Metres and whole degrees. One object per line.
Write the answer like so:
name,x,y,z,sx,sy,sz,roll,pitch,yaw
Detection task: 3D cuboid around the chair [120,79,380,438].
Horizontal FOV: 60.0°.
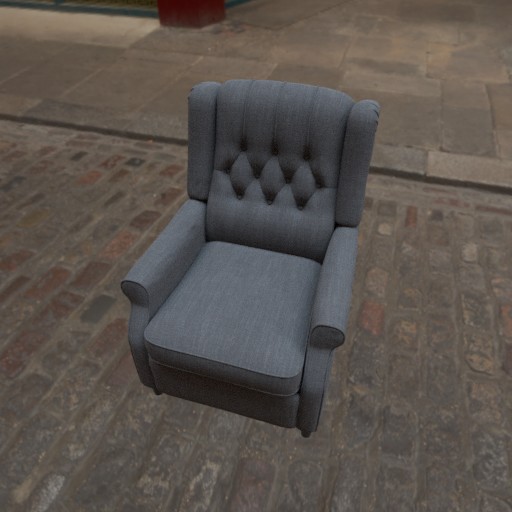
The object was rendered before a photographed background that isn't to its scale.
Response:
chair,0.000,0.000,1.640,0.742,1.035,0.898,11,43,12
